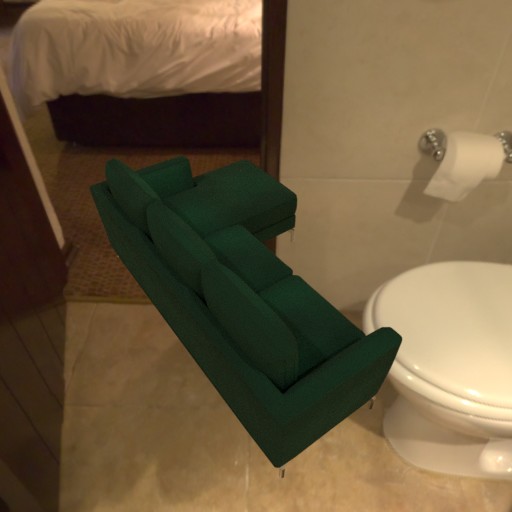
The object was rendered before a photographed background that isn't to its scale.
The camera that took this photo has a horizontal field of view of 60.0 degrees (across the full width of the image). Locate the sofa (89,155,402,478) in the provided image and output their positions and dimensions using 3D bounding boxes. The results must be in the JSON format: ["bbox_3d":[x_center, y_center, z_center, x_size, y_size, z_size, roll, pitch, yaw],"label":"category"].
[{"bbox_3d":[0.000,0.000,3.221,1.489,1.007,2.441,-26,48,-26],"label":"sofa"}]
